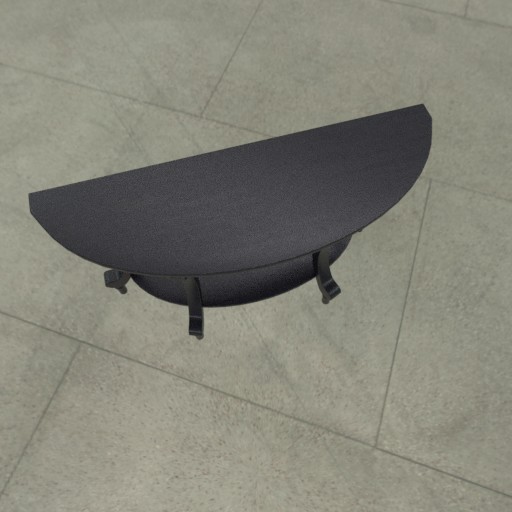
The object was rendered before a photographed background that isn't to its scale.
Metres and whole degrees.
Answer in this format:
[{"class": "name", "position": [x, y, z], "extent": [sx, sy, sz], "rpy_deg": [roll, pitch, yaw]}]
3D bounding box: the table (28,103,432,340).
[{"class": "table", "position": [0.000, 0.000, 1.525], "extent": [1.198, 0.692, 0.394], "rpy_deg": [-15, 65, -7]}]
